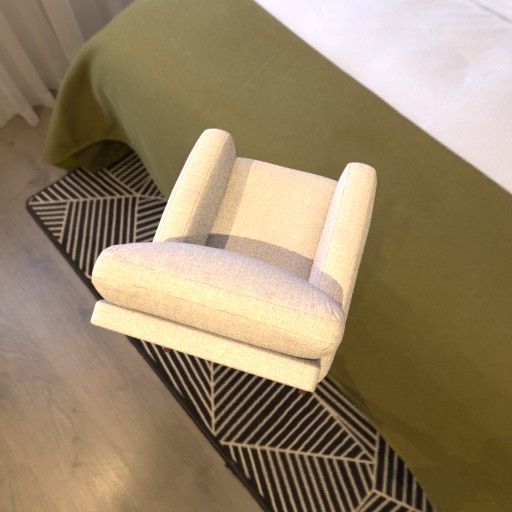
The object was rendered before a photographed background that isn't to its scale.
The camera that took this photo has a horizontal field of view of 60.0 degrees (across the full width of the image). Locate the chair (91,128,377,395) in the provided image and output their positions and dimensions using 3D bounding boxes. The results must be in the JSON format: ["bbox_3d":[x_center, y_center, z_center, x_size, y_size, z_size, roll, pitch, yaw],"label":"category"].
[{"bbox_3d":[0.000,0.000,1.661,0.762,0.990,0.990,15,65,7],"label":"chair"}]
